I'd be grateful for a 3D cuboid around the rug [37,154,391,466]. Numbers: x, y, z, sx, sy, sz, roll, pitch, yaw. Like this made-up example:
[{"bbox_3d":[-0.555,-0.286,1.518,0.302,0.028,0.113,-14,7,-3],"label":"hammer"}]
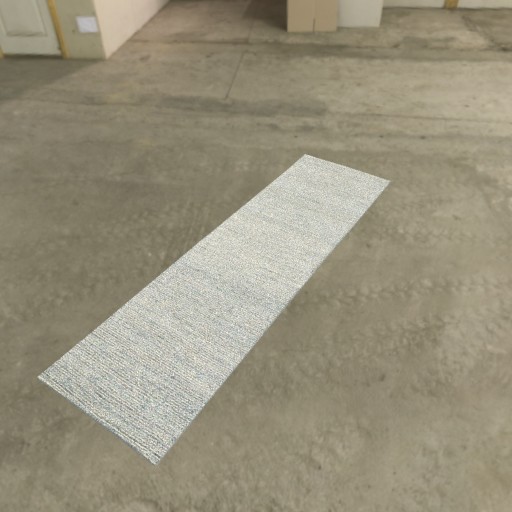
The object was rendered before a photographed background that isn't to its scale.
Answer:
[{"bbox_3d":[0.000,0.000,2.472,0.675,0.037,2.341,24,47,25],"label":"rug"}]
